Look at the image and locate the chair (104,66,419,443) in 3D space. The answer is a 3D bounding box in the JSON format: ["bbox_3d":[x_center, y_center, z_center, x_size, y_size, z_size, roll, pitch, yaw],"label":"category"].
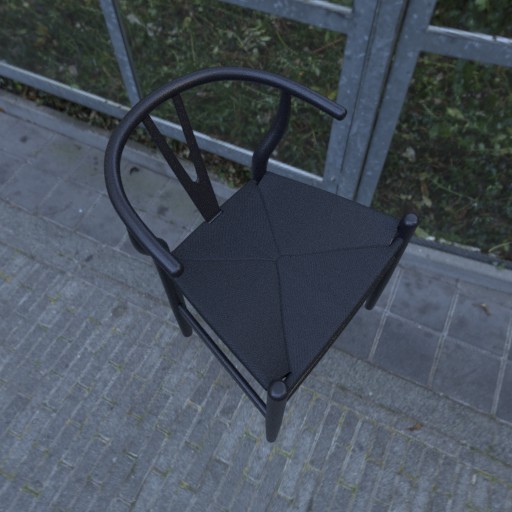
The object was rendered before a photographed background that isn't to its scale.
[{"bbox_3d":[0.000,0.000,1.142,0.579,0.730,0.569,34,64,20],"label":"chair"}]
